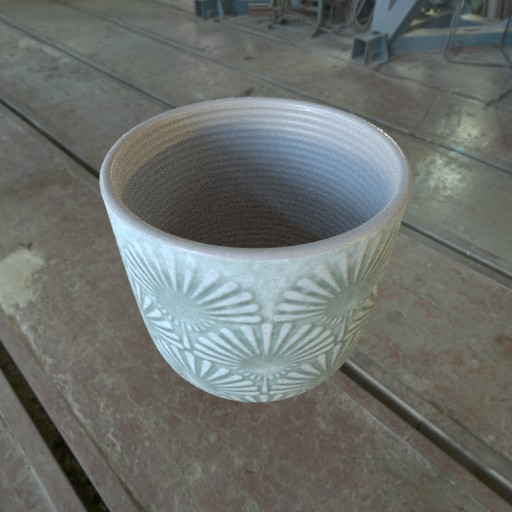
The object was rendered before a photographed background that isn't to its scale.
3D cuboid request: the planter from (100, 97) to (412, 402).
[{"bbox_3d":[0.000,0.000,0.216,0.124,0.109,0.124,0,42,0],"label":"planter"}]
